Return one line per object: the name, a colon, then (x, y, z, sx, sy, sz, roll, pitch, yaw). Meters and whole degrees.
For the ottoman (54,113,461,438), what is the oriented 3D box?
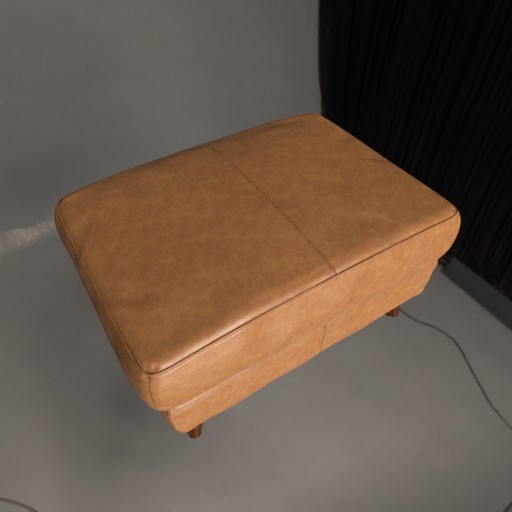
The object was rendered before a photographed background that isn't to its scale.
ottoman: (0.000, 0.000, 1.211, 0.869, 0.461, 0.630, -25, 51, -22)
